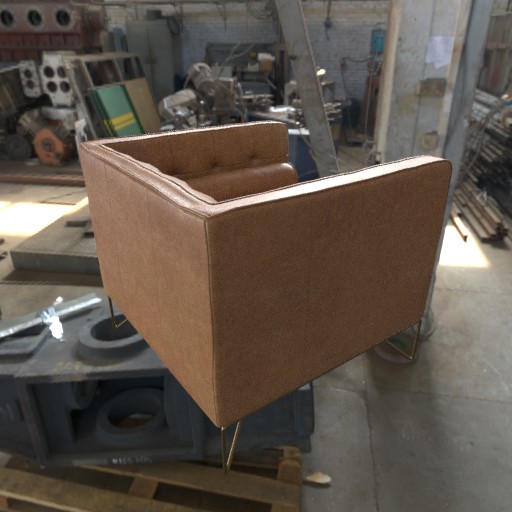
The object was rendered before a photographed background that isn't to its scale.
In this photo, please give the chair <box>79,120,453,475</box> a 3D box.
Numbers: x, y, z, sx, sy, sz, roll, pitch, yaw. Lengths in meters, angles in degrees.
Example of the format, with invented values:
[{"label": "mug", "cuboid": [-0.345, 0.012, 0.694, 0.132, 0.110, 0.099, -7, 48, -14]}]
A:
[{"label": "chair", "cuboid": [0.000, 0.000, 1.633, 0.912, 0.797, 0.920, -18, 31, -32]}]
